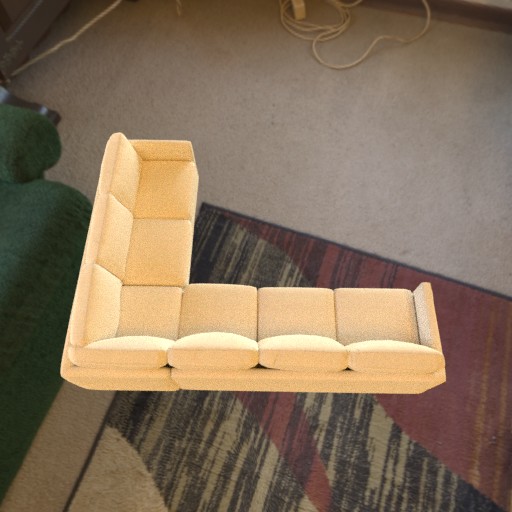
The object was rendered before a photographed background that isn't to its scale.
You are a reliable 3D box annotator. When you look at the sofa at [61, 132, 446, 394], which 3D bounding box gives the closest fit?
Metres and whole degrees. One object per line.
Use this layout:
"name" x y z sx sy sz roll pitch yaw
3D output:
"sofa" 0.000 0.000 4.488 3.302 0.947 2.593 1 64 0
